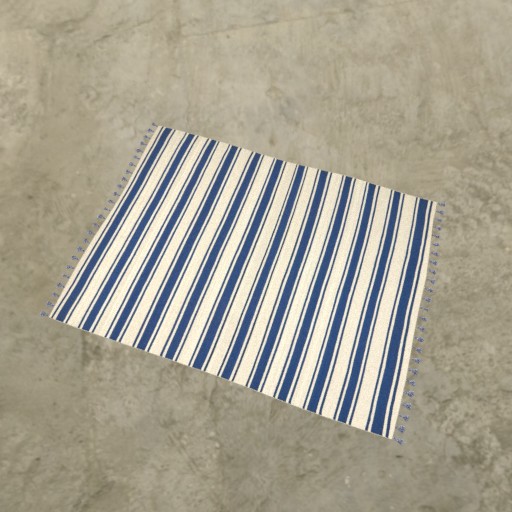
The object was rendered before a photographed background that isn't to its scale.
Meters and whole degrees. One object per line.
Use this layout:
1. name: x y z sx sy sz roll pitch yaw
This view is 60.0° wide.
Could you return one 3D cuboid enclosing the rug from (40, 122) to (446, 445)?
1. rug: 0.000 0.000 4.361 3.416 0.016 2.471 17 65 8
